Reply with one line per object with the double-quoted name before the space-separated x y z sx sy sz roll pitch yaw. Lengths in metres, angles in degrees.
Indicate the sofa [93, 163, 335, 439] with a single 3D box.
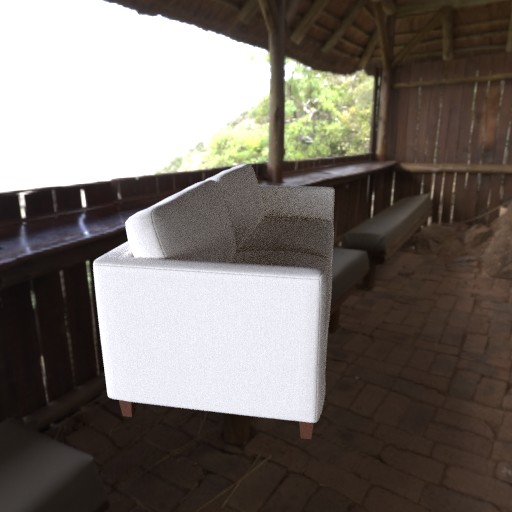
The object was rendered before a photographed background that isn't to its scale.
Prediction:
"sofa" 0.000 0.000 2.677 0.924 0.933 2.139 3 18 10
